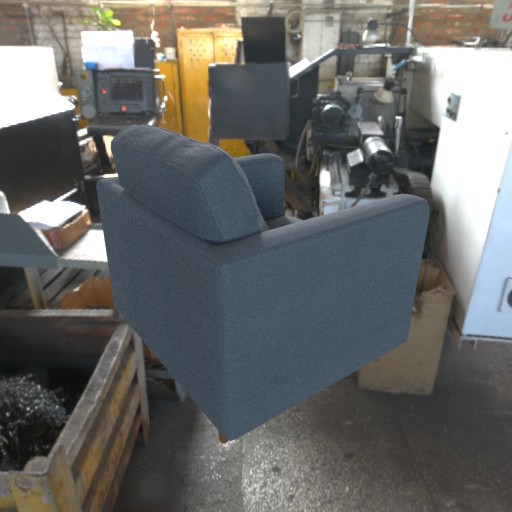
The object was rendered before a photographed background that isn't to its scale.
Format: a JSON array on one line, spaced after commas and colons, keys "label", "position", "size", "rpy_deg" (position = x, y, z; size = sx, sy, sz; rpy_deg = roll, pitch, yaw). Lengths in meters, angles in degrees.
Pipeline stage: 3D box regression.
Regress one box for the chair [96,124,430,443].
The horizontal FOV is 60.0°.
[{"label": "chair", "position": [0.000, 0.000, 1.585], "size": [0.820, 0.922, 0.855], "rpy_deg": [-18, 31, -32]}]
